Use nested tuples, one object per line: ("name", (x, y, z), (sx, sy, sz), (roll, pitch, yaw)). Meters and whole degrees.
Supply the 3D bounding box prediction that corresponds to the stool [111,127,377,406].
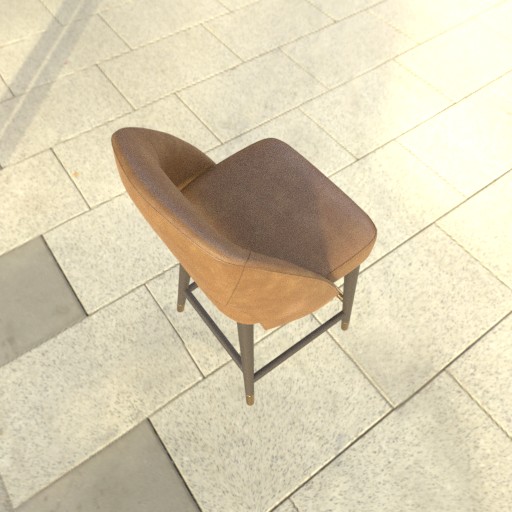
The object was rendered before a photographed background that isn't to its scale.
("stool", (0.000, 0.000, 1.222), (0.509, 0.940, 0.494), (-34, 65, -19))
